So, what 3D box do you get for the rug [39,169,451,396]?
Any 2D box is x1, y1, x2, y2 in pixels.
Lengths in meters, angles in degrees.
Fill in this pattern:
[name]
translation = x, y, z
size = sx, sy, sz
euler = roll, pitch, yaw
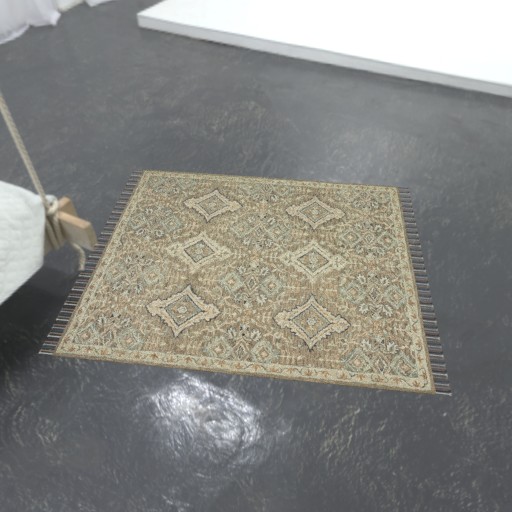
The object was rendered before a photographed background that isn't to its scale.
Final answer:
[rug]
translation = 0.000, 0.000, 4.090
size = 3.056, 0.010, 2.437
euler = 5, 46, 4
